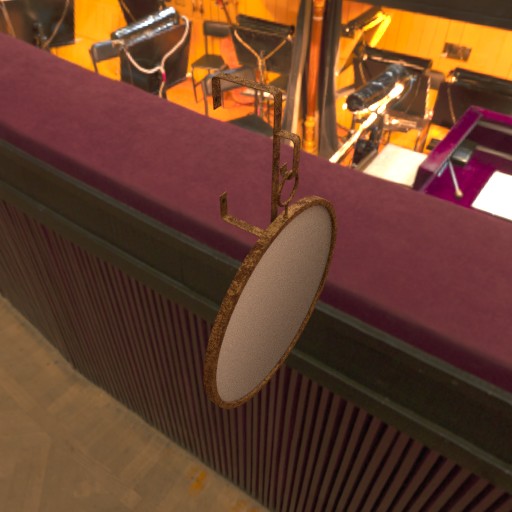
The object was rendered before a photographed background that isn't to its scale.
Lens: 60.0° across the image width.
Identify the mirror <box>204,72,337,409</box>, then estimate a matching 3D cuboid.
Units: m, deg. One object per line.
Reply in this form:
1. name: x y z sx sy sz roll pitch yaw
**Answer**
1. mirror: 0.000 0.000 0.833 0.144 0.651 0.447 26 49 24
